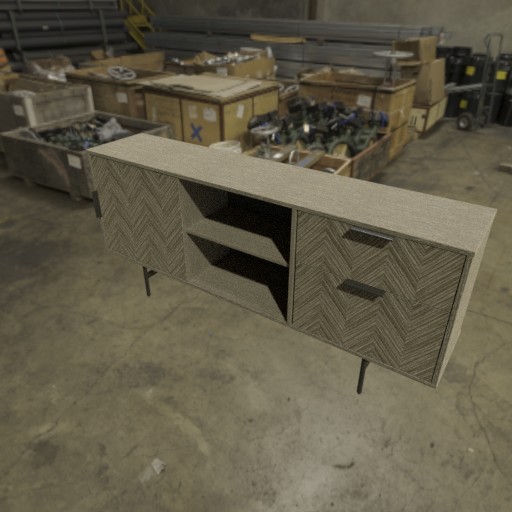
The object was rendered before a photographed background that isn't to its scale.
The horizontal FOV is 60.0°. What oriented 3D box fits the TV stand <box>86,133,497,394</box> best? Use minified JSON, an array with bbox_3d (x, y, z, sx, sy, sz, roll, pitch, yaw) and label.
[{"bbox_3d":[0.000,0.000,2.071,1.804,0.787,0.405,19,35,29],"label":"TV stand"}]
